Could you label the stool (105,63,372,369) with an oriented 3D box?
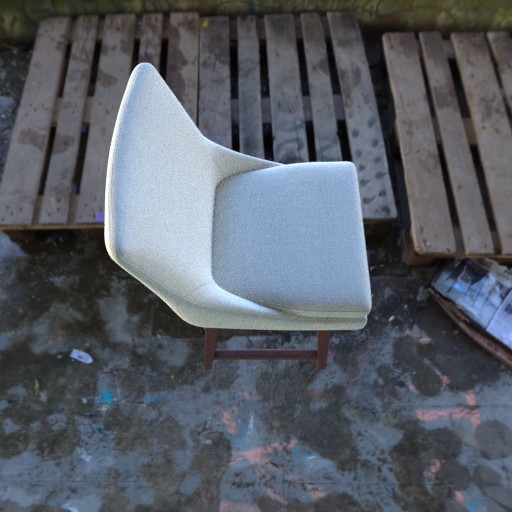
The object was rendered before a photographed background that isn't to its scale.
[{"bbox_3d":[0.000,0.000,1.274,0.559,0.991,0.469,0,65,0],"label":"stool"}]
